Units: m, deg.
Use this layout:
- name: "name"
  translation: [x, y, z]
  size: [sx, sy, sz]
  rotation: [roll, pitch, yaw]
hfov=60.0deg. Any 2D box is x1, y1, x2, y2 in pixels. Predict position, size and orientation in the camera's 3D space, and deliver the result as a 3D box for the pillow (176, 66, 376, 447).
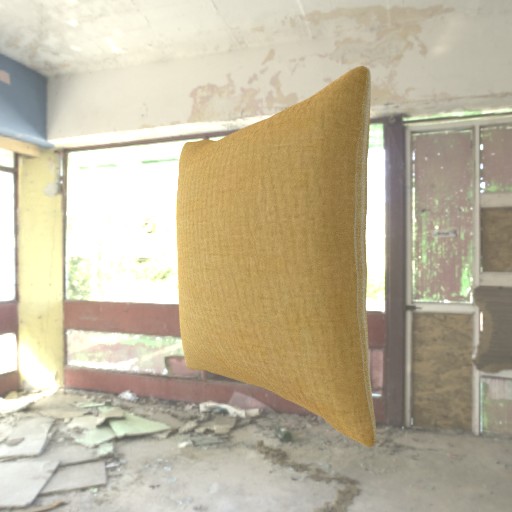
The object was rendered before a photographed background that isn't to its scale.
- name: "pillow"
  translation: [0.000, 0.000, 0.633]
  size: [0.173, 0.407, 0.419]
  rotation: [0, 0, -36]
